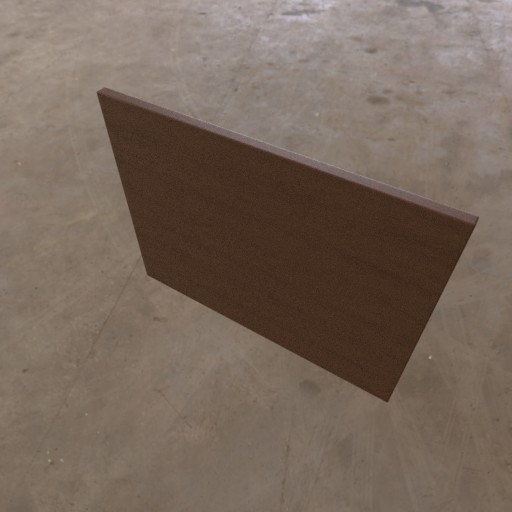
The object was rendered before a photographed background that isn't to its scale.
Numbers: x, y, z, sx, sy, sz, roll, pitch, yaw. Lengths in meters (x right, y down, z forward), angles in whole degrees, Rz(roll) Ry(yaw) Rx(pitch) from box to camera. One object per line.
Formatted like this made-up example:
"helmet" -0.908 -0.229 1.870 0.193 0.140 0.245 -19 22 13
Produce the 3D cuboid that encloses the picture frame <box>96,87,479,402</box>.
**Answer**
"picture frame" 0.000 0.000 1.739 1.329 1.018 0.045 25 52 21
